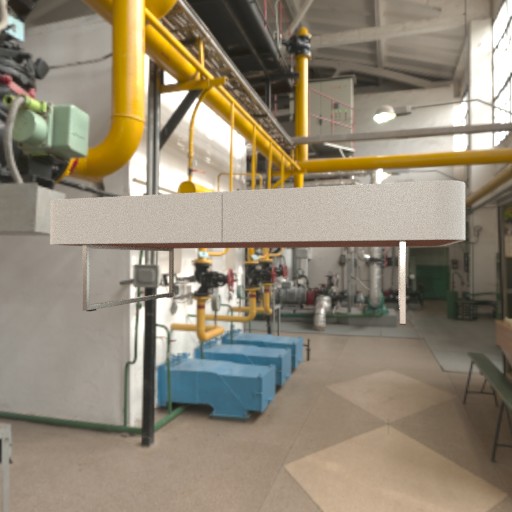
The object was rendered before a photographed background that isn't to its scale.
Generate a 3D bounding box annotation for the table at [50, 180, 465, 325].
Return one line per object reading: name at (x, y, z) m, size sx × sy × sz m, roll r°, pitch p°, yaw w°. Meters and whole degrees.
table at (0.000, 0.000, 1.464) m, size 1.200 × 0.340 × 0.600 m, roll 0°, pitch 0°, yaw 18°
